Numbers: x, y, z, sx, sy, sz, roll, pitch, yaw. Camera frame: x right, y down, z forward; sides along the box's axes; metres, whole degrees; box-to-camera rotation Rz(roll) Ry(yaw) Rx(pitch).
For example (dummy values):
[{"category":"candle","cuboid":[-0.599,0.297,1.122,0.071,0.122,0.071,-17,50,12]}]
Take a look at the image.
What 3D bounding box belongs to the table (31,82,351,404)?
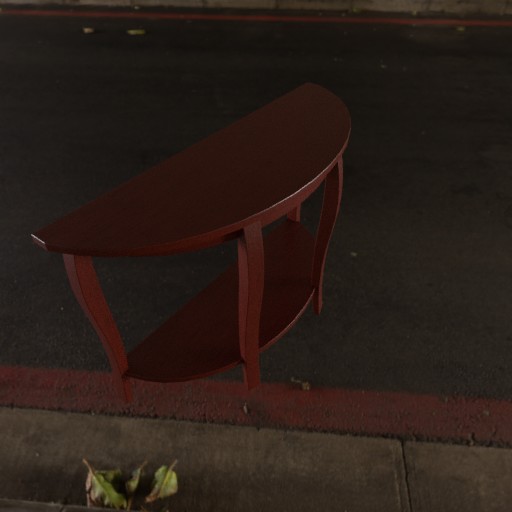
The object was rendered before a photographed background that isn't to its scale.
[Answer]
[{"category":"table","cuboid":[0.000,0.000,1.572,0.405,0.779,1.219,27,48,27]}]
